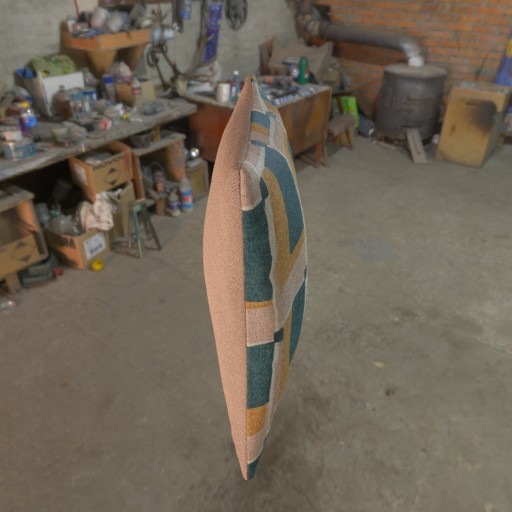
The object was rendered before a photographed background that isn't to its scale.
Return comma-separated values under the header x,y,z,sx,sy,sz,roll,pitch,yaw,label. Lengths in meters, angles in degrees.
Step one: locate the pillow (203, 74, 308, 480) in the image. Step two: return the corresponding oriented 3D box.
x,y,z,sx,sy,sz,roll,pitch,yaw,label
0.000,0.000,0.720,0.158,0.479,0.478,0,32,1,pillow
